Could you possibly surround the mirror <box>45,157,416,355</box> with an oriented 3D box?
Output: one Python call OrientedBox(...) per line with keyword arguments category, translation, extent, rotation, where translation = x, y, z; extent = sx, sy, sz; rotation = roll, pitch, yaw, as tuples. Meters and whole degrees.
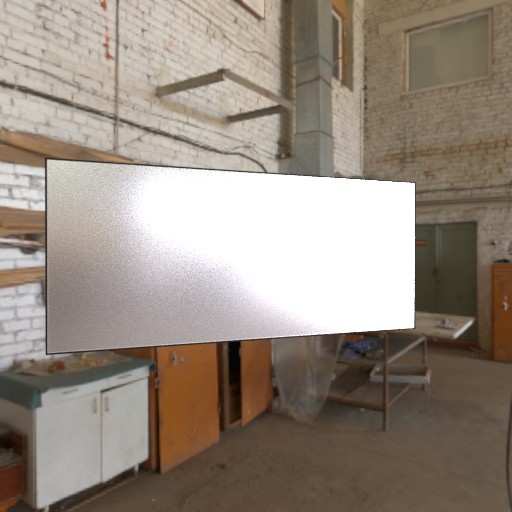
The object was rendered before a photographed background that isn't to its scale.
OrientedBox(category="mirror", translation=(0.000, 0.000, 1.839), extent=(1.584, 0.692, 0.047), rotation=(0, 0, -20))
